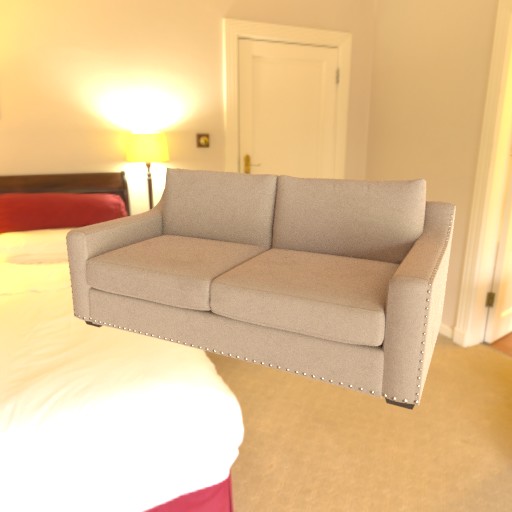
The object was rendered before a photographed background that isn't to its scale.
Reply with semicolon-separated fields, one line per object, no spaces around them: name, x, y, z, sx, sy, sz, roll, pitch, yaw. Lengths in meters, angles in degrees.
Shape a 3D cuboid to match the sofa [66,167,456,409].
sofa;0.000;0.000;2.525;1.967;0.901;1.030;8;17;26
